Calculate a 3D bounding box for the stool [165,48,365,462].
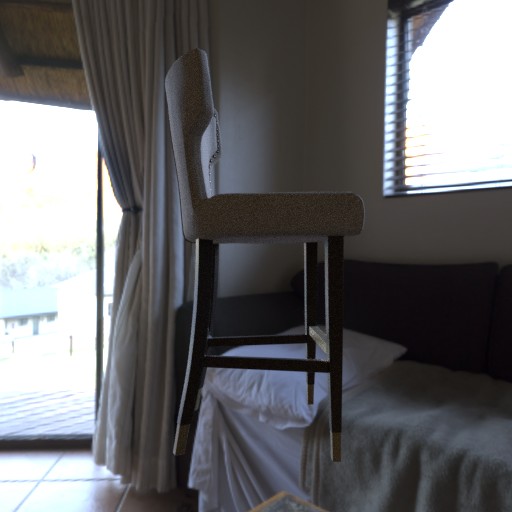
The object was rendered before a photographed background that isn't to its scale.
[{"bbox_3d":[0.000,0.000,1.407,0.563,1.092,0.526,0,0,-2],"label":"stool"}]
